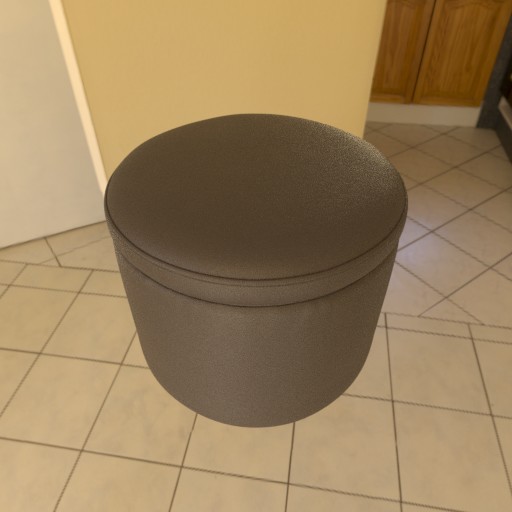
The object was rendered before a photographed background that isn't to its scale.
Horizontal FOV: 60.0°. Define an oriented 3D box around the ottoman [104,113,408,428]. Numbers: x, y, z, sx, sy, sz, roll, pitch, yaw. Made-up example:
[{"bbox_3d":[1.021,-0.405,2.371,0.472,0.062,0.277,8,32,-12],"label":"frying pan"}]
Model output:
[{"bbox_3d":[0.000,0.000,0.855,0.500,0.409,0.500,0,41,0],"label":"ottoman"}]
